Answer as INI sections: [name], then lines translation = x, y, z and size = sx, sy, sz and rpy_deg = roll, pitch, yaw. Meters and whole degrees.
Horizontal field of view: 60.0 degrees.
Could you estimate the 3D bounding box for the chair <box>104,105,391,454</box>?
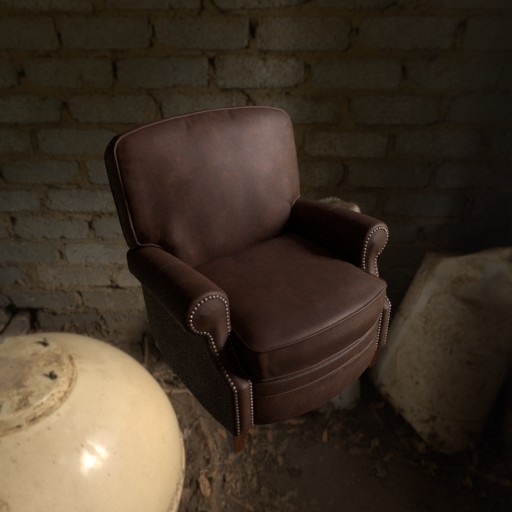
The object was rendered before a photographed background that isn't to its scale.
[chair]
translation = 0.000, 0.000, 1.765
size = 0.936, 1.018, 0.986
rpy_deg = -21, 37, -31
